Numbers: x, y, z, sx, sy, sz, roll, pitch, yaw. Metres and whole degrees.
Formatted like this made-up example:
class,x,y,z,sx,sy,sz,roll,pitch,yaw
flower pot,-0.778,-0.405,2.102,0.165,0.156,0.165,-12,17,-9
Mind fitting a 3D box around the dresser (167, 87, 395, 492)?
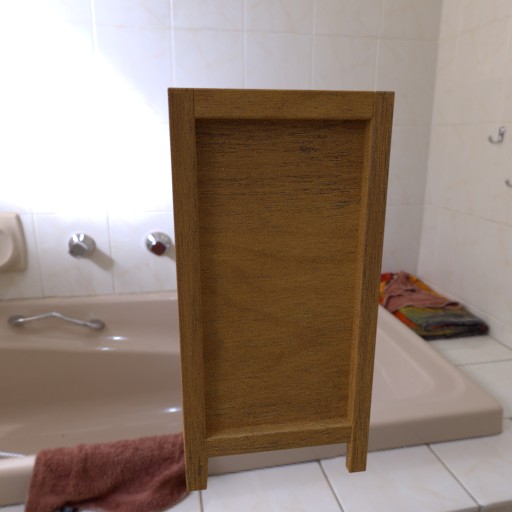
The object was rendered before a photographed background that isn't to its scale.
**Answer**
class,x,y,z,sx,sy,sz,roll,pitch,yaw
dresser,0.000,0.000,1.245,0.427,0.804,0.804,-2,15,-9
